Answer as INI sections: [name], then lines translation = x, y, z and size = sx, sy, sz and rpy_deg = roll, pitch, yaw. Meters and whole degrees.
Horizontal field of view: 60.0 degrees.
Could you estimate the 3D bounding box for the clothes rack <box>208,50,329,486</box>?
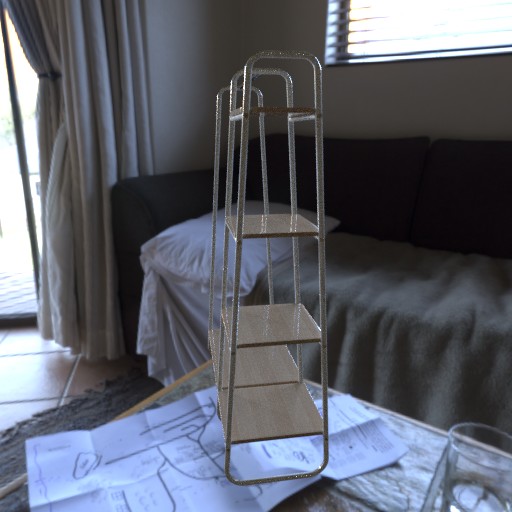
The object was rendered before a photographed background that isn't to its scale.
[clothes rack]
translation = 0.000, 0.000, 1.952
size = 0.400, 1.500, 1.011
rpy_deg = -3, 16, -9
